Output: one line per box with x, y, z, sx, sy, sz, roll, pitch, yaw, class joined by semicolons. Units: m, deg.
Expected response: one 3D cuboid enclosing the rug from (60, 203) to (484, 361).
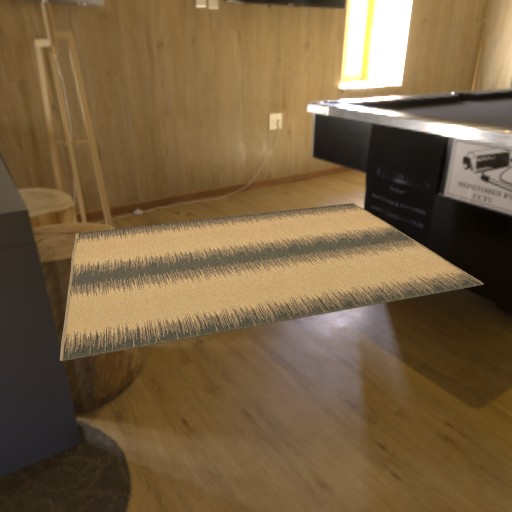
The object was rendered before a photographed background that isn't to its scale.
0.000;0.000;2.346;1.854;0.006;1.234;-8;26;-16;rug
